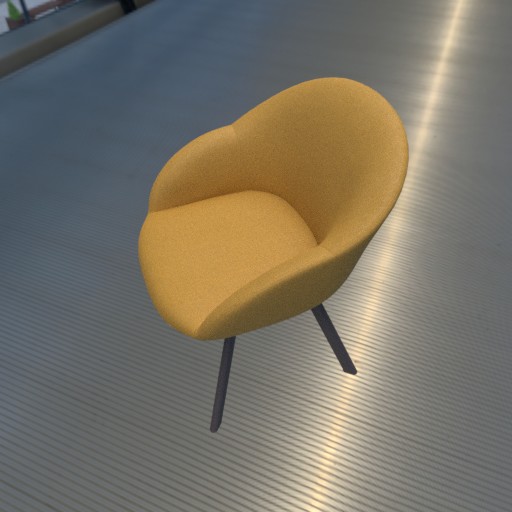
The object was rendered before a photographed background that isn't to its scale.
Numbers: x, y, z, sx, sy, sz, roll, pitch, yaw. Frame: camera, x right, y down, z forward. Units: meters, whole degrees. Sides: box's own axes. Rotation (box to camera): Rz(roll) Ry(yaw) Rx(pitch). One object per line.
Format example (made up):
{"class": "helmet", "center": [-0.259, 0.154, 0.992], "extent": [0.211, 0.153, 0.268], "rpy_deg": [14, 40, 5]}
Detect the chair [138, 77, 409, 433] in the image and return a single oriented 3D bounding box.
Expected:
{"class": "chair", "center": [0.000, 0.000, 1.169], "extent": [0.583, 0.793, 0.551], "rpy_deg": [-17, 48, -16]}
